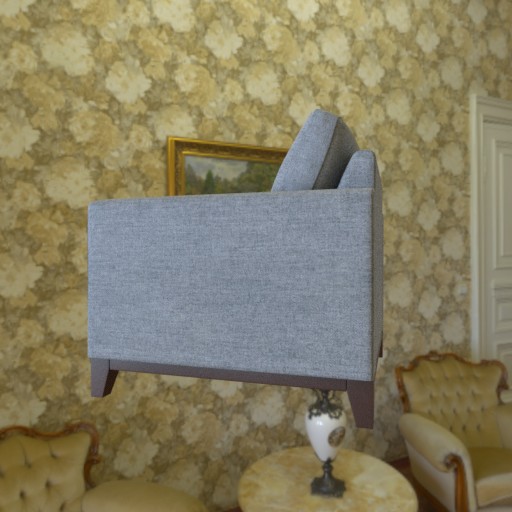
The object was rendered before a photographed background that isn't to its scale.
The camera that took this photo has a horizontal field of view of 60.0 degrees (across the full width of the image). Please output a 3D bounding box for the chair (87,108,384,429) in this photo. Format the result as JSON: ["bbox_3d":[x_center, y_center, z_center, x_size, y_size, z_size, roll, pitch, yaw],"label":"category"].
[{"bbox_3d":[0.000,0.000,1.922,1.038,1.010,1.024,0,0,18],"label":"chair"}]
